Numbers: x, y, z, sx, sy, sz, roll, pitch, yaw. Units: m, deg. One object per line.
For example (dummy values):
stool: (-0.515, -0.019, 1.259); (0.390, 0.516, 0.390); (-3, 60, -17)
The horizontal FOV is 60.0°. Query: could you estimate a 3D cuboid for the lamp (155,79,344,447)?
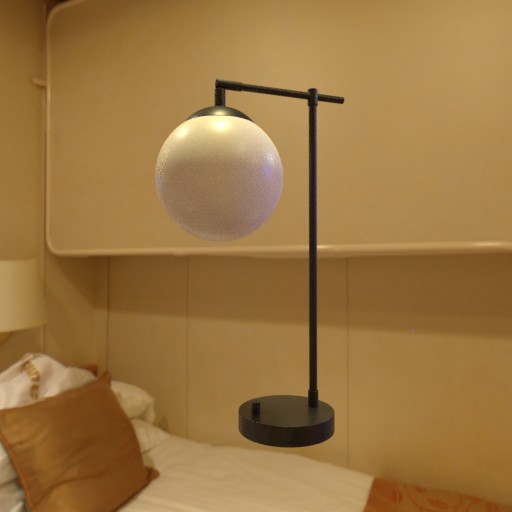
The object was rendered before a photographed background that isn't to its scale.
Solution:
lamp: (0.000, 0.000, 0.708); (0.316, 0.559, 0.197); (0, -1, -19)
